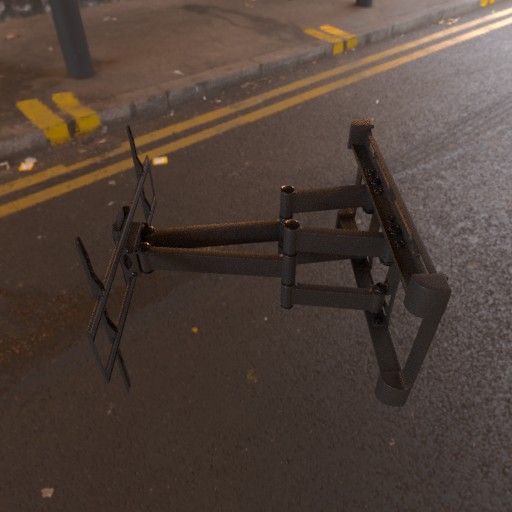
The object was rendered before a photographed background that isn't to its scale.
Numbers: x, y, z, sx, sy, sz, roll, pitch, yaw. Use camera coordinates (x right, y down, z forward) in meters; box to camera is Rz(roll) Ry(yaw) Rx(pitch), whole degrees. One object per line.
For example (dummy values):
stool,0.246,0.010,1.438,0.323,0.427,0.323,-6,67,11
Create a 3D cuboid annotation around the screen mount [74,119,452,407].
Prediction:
screen mount,0.000,0.000,1.105,0.644,0.491,0.661,-1,42,-1
